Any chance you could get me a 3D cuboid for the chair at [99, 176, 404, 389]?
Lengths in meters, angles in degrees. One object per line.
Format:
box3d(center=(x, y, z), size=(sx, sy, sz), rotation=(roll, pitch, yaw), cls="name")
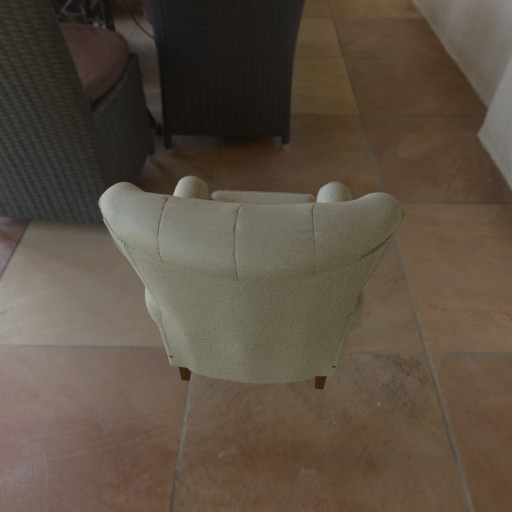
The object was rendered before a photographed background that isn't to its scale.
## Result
box3d(center=(0.000, 0.000, 1.912), size=(0.943, 1.158, 1.059), rotation=(3, 47, 3), cls="chair")
